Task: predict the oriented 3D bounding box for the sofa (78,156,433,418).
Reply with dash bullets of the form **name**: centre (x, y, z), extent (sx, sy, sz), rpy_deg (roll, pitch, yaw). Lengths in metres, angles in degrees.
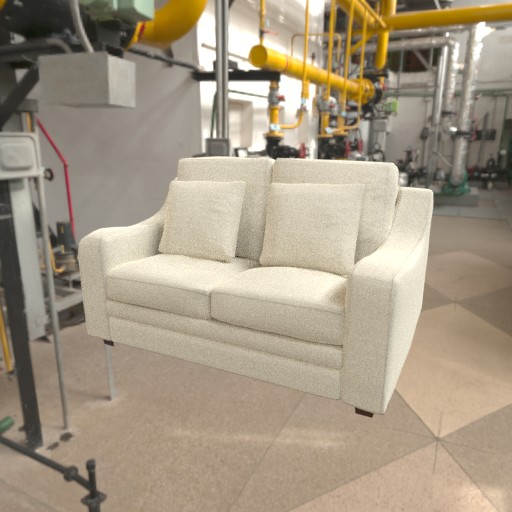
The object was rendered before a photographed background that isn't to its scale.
- **sofa**: centre (0.000, 0.000, 2.475), extent (1.744, 1.047, 1.040), rpy_deg (8, 17, 26)
